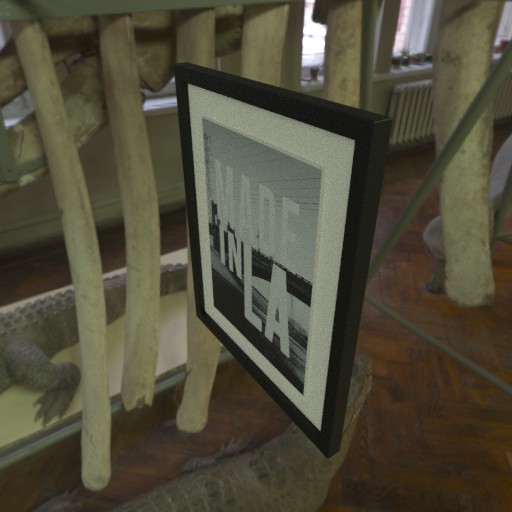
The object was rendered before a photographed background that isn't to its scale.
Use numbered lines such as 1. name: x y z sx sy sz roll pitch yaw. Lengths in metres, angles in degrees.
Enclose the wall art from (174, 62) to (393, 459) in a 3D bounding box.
1. wall art: 0.000 0.000 0.758 0.028 0.559 0.457 -20 37 -29
